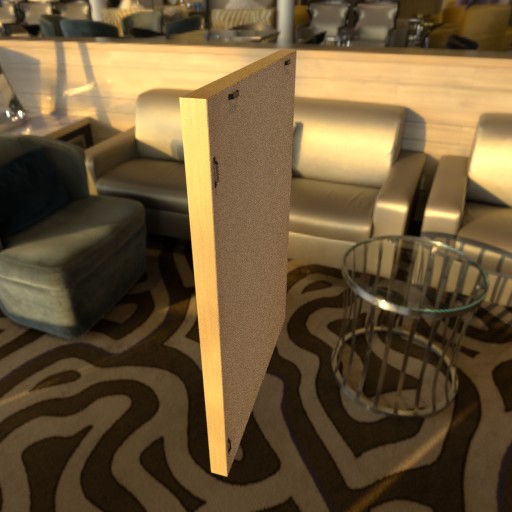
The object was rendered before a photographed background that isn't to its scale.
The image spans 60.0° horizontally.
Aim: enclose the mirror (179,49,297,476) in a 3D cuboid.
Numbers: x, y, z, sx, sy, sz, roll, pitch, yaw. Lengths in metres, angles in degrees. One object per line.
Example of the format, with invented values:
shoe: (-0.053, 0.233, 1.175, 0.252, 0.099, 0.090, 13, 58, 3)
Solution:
mirror: (0.000, 0.000, 0.897, 0.039, 0.710, 0.507, 8, 32, 14)
